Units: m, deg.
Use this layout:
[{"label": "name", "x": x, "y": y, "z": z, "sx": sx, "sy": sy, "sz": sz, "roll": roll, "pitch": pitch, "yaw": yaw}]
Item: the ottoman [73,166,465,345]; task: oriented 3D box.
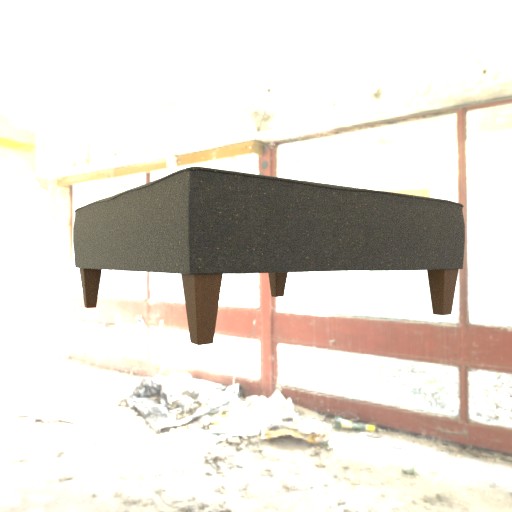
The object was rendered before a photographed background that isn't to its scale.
[{"label": "ottoman", "x": 0.000, "y": 0.000, "z": 1.551, "sx": 1.004, "sy": 0.382, "sz": 0.968, "roll": 0, "pitch": -1, "yaw": -35}]
